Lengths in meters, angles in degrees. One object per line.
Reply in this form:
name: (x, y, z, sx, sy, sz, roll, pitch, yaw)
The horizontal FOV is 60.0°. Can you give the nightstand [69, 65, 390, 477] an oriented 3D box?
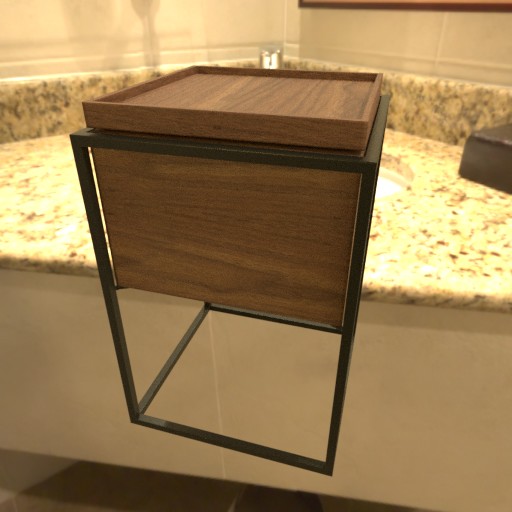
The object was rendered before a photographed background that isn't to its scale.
nightstand: (0.000, 0.000, 0.833, 0.397, 0.607, 0.397, 9, 32, 14)
